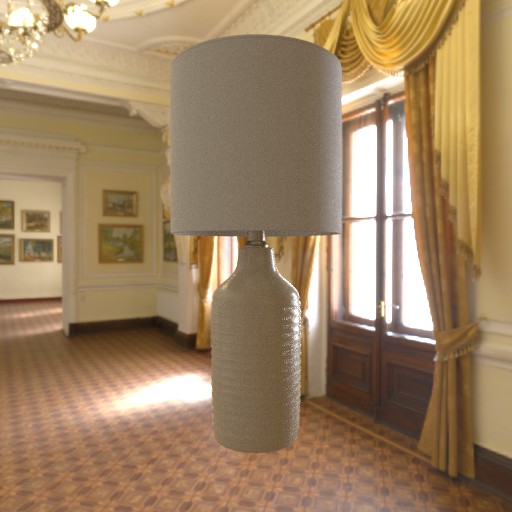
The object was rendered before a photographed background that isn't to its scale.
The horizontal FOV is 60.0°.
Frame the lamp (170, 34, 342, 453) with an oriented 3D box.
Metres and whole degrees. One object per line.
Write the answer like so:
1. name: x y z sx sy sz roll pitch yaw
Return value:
1. lamp: 0.000 0.000 0.584 0.220 0.475 0.220 0 1 -18
